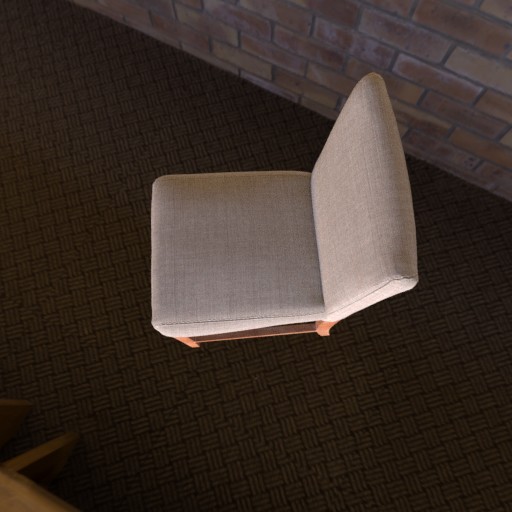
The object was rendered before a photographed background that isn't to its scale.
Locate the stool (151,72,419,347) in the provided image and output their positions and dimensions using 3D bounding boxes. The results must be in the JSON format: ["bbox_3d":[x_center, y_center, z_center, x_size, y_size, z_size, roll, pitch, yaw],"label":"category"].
[{"bbox_3d":[0.000,0.000,1.304,0.567,1.039,0.454,-4,75,-1],"label":"stool"}]
